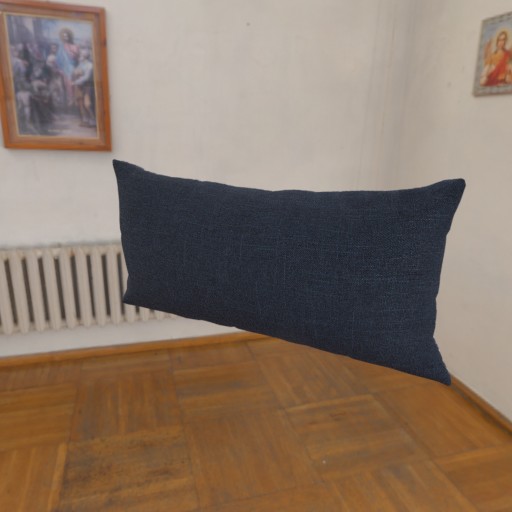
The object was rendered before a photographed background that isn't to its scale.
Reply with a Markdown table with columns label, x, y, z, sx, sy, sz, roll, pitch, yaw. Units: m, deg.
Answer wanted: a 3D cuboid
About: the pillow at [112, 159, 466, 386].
| label | x | y | z | sx | sy | sz | roll | pitch | yaw |
| --- | --- | --- | --- | --- | --- | --- | --- | --- | --- |
| pillow | 0.000 | 0.000 | 0.731 | 0.631 | 0.292 | 0.148 | 9 | 19 | 28 |
